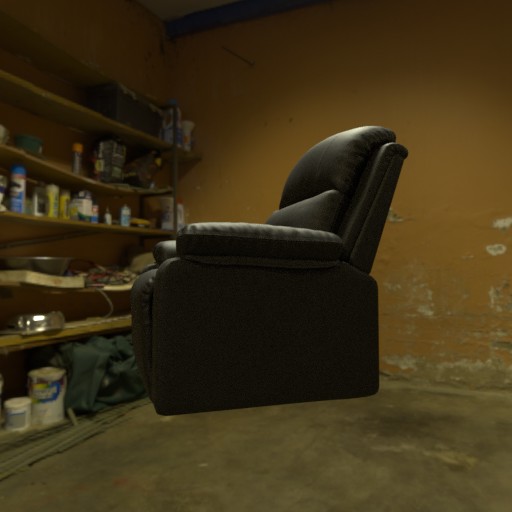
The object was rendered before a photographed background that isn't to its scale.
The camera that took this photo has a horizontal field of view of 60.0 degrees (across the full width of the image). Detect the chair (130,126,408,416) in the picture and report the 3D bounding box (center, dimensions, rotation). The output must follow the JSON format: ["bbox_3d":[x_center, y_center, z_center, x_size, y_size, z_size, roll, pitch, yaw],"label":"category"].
[{"bbox_3d":[0.000,0.000,1.714,0.919,0.992,0.855,1,-3,-19],"label":"chair"}]
